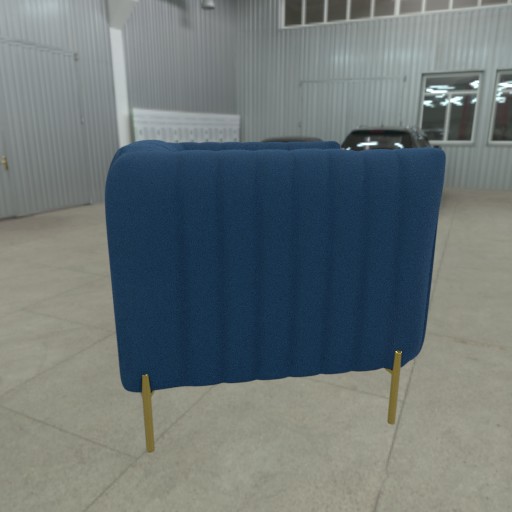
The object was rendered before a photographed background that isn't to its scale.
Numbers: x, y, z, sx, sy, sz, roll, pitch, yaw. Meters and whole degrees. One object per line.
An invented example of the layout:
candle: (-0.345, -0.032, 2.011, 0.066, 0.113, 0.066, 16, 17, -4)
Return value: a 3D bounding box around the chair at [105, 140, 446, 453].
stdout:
chair: (0.000, 0.000, 1.564, 0.877, 0.793, 0.947, -3, 16, -9)
